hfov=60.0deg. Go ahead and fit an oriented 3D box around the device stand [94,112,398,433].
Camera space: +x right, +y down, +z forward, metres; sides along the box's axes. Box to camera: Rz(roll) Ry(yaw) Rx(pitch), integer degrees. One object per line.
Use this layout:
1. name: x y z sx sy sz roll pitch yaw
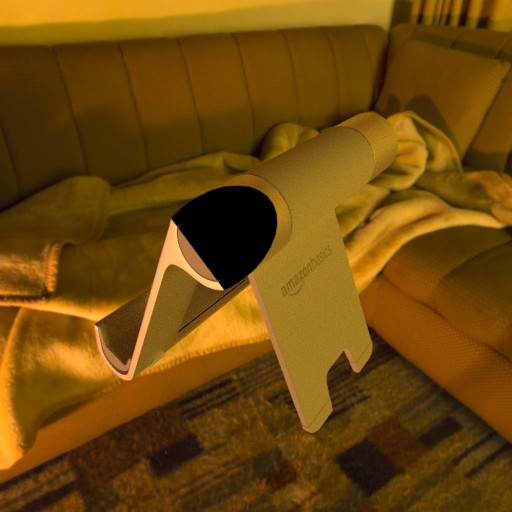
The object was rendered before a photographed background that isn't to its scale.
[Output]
1. device stand: 0.000 0.000 0.152 0.079 0.084 0.086 22 39 30
